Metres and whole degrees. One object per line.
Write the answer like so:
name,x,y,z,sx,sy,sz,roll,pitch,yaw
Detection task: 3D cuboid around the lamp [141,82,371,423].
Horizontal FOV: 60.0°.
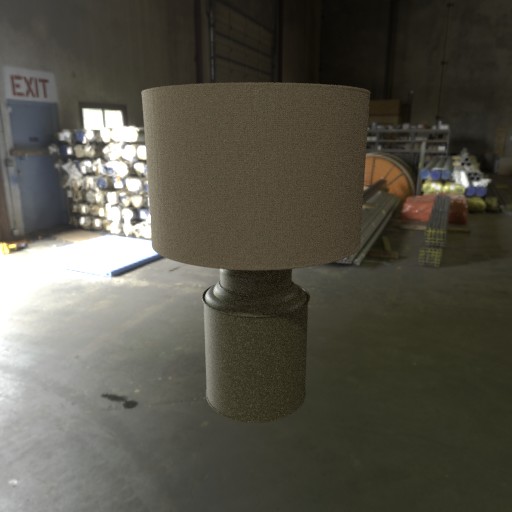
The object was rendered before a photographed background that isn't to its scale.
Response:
lamp,0.000,0.000,0.699,0.318,0.486,0.318,0,16,0
